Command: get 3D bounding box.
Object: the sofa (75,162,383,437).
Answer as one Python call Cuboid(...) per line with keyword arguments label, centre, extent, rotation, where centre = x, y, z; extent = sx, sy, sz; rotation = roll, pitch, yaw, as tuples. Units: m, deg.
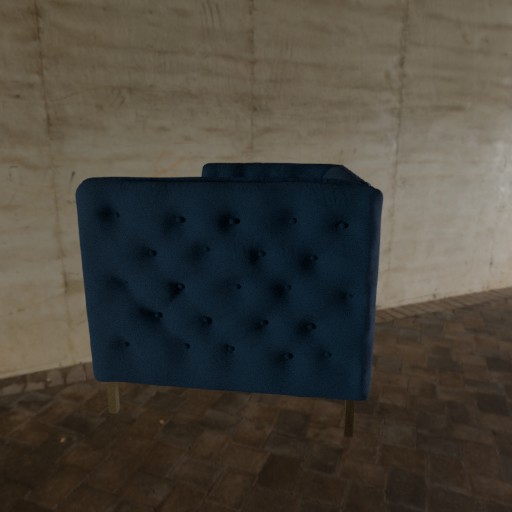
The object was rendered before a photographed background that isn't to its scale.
Cuboid(label="sofa", centre=(0.000, 0.000, 2.055), extent=(0.909, 0.810, 1.583), rotation=(2, 14, 8))
